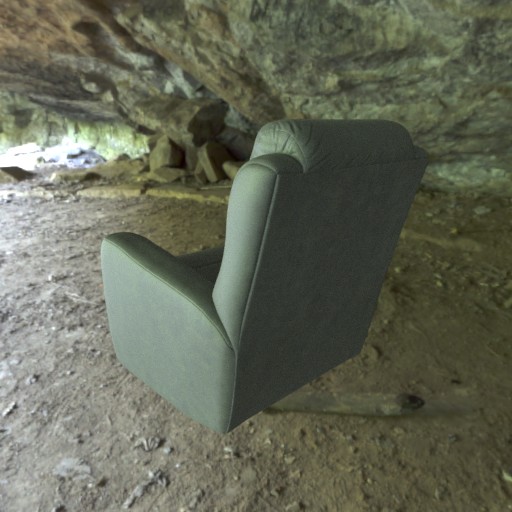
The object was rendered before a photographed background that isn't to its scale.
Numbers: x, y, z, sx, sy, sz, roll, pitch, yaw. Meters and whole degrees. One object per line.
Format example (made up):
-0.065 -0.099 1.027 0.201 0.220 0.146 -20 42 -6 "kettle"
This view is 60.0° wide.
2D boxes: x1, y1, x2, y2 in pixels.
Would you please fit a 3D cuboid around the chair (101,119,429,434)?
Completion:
0.000 0.000 1.892 0.967 1.116 1.068 -15 23 -41 "chair"
